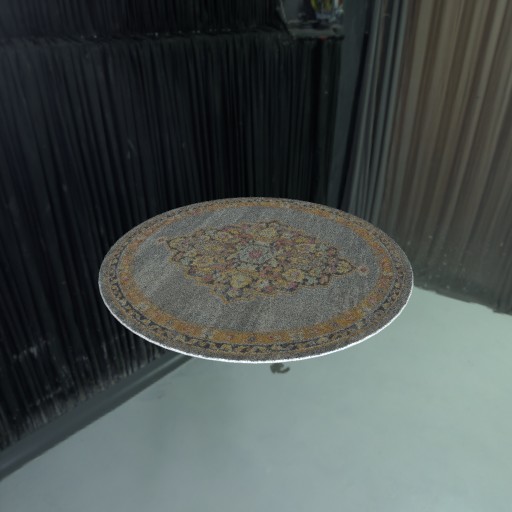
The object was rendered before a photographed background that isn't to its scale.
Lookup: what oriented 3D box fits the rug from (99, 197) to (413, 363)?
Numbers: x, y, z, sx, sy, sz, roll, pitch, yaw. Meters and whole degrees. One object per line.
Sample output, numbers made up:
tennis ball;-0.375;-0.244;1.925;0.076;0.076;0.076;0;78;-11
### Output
rug;0.000;0.000;2.355;1.598;0.010;1.598;0;30;0
